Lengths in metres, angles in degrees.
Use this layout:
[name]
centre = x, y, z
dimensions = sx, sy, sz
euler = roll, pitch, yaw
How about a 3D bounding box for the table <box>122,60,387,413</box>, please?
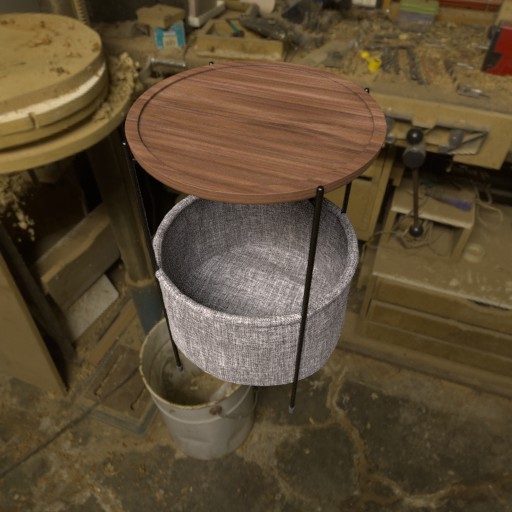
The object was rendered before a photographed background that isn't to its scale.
[table]
centre = 0.000, 0.000, 0.892
dimensions = 0.400, 0.623, 0.400
euler = 16, 48, 15
